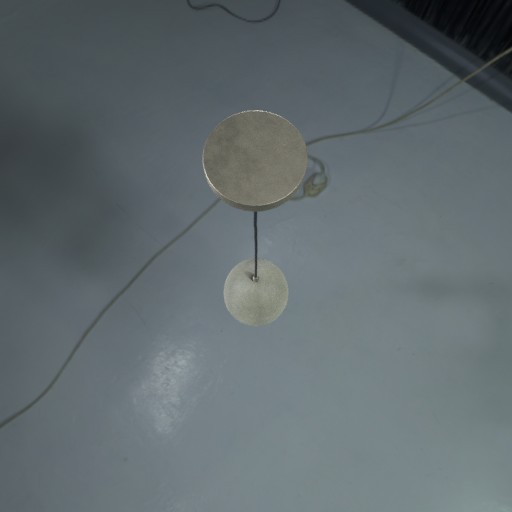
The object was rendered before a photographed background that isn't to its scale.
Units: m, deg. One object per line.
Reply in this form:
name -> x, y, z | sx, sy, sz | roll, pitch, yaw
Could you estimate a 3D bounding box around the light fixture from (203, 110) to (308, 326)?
light fixture -> 0.000, 0.000, 0.808 | 0.170, 0.759, 0.170 | 38, 78, 10
